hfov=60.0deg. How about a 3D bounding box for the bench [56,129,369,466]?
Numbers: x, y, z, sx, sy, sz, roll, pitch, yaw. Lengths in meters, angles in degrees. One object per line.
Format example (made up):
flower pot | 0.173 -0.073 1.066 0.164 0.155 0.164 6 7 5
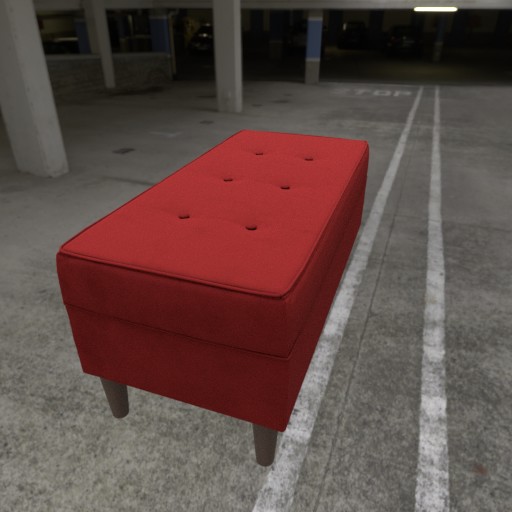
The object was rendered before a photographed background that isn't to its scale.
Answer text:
bench | 0.000 0.000 1.293 0.492 0.471 1.016 10 31 17
